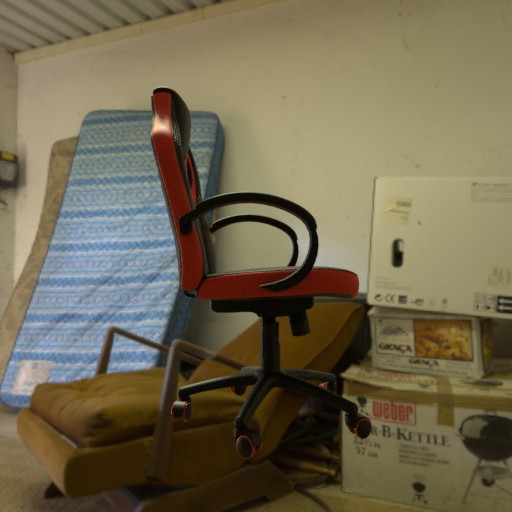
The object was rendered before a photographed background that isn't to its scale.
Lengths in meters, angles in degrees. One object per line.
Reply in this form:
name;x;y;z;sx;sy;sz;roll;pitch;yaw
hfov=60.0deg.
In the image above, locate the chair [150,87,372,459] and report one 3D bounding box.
chair;0.000;0.000;1.391;0.642;1.016;0.600;0;-1;-1
